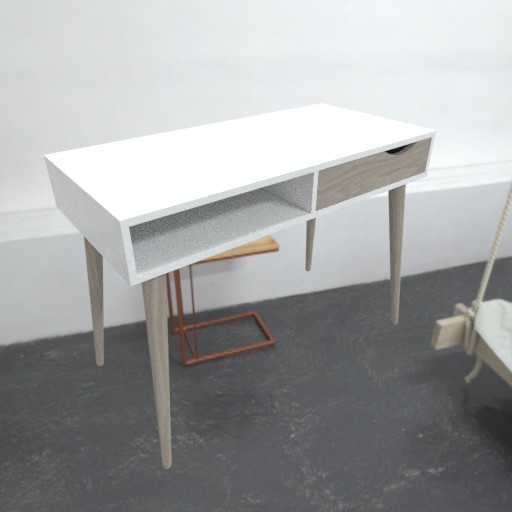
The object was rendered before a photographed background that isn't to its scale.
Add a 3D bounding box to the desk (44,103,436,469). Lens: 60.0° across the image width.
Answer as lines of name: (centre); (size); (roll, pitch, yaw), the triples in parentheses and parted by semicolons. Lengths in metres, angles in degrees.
desk: (0.000, 0.000, 1.390); (0.979, 0.723, 0.491); (-22, 37, -32)
